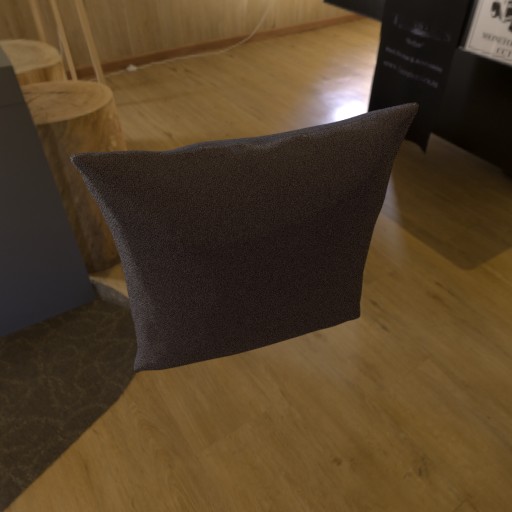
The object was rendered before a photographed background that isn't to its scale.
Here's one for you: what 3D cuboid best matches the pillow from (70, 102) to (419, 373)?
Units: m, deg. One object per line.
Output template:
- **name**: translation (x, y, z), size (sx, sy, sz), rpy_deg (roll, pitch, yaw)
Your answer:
- **pillow**: translation (0.000, 0.000, 0.691), size (0.452, 0.439, 0.204), rpy_deg (-12, 44, -13)
